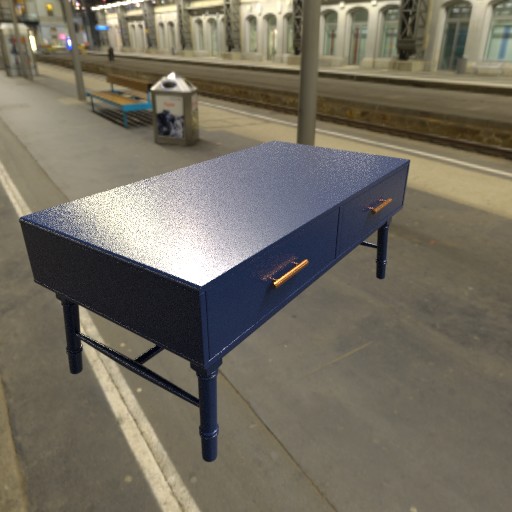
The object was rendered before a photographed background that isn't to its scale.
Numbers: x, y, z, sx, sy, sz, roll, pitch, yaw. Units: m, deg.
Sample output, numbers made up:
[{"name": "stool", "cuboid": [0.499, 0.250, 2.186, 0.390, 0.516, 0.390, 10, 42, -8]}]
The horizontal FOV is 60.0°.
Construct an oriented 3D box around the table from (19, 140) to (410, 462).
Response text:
[{"name": "table", "cuboid": [0.000, 0.000, 1.351, 0.572, 0.457, 1.067, 17, 31, 31]}]
